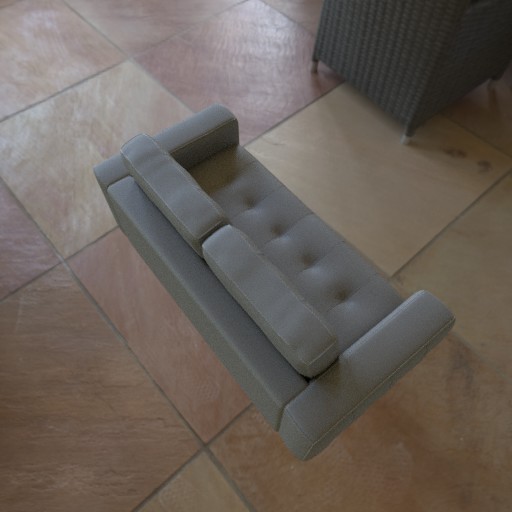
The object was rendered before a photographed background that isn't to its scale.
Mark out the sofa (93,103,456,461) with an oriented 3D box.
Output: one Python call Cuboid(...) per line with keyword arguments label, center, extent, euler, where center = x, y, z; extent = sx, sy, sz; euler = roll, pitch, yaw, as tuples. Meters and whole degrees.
Cuboid(label="sofa", center=(0.000, 0.000, 2.206), extent=(0.833, 0.893, 1.726), euler=(-34, 65, -19))
